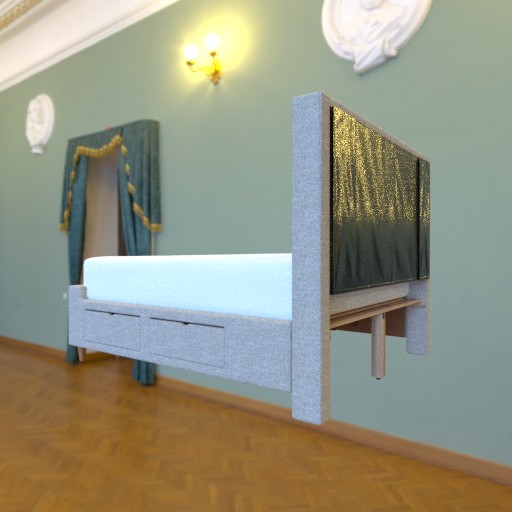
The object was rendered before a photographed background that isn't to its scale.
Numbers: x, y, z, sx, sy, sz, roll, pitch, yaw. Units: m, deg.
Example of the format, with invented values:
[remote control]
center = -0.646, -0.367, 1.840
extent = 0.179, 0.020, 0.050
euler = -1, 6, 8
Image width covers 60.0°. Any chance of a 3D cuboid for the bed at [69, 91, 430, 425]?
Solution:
[bed]
center = 0.000, 0.000, 3.794
extent = 2.372, 1.748, 2.044
euler = 0, 0, 36
